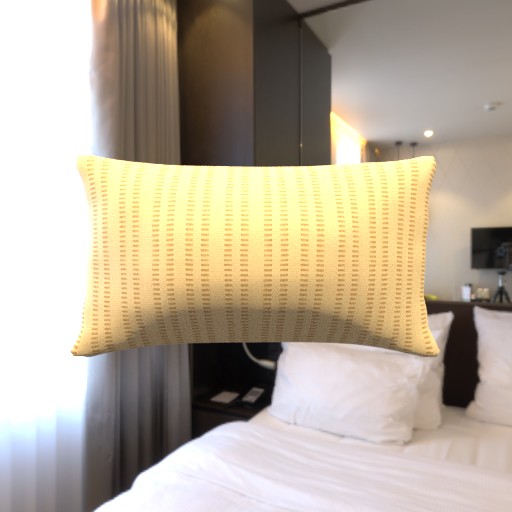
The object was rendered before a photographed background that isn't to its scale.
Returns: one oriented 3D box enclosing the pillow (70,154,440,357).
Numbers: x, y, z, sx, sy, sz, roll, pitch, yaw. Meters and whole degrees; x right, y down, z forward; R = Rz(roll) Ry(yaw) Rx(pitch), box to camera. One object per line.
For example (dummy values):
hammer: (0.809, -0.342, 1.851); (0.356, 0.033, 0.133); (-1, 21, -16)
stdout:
pillow: (0.000, 0.000, 0.782); (0.640, 0.353, 0.210); (0, 0, -1)
